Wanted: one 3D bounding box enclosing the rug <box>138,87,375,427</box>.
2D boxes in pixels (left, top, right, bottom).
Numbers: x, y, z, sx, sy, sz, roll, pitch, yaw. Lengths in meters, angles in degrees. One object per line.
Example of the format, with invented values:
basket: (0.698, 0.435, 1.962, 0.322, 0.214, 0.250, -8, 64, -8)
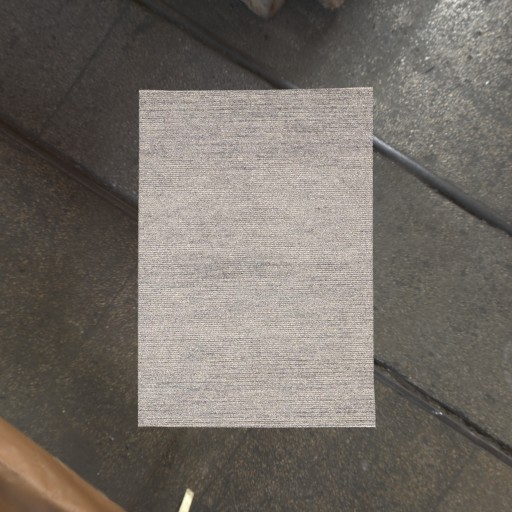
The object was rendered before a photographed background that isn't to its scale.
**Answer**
rug: (0.000, 0.000, 3.006, 1.604, 0.030, 2.307, 0, 89, 0)
